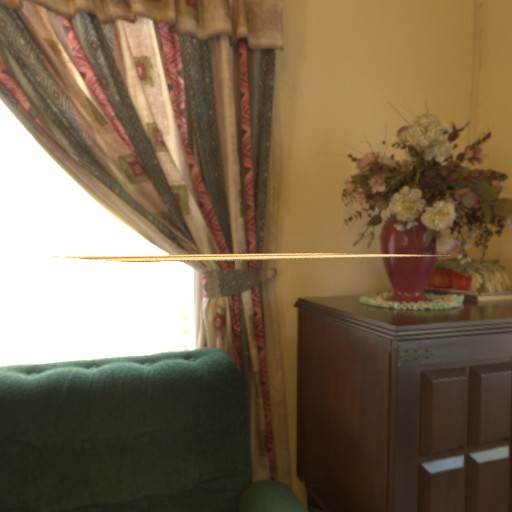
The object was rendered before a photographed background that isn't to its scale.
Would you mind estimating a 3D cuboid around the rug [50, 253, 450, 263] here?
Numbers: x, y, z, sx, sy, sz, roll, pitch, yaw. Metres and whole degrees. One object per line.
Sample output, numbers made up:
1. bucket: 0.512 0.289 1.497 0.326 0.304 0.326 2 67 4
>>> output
1. rug: 0.000 0.000 3.156 2.453 0.003 1.519 -1 1 -36
